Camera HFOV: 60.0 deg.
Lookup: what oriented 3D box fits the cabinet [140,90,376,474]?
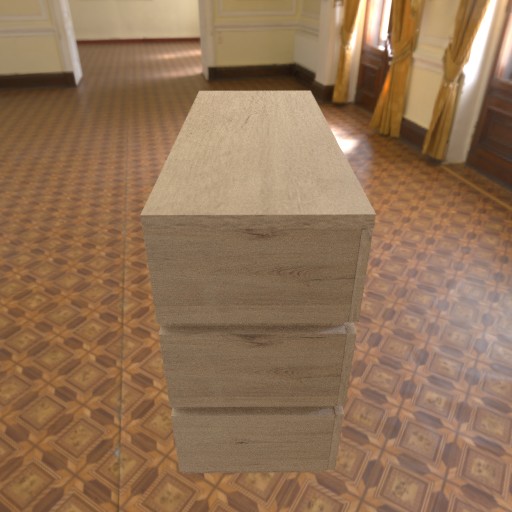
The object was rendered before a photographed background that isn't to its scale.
[{"bbox_3d":[0.000,0.000,1.446,0.420,0.820,1.040,0,32,0],"label":"cabinet"}]
